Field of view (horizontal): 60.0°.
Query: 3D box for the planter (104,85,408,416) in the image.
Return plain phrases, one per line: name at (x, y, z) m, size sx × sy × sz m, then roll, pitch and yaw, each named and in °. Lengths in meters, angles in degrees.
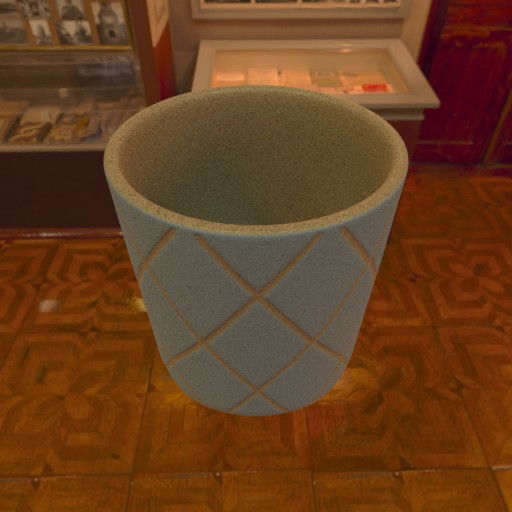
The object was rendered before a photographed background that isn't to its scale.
planter at (0.000, 0.000, 0.351) m, size 0.191 × 0.200 × 0.191 m, roll 0°, pitch 42°, yaw 0°
